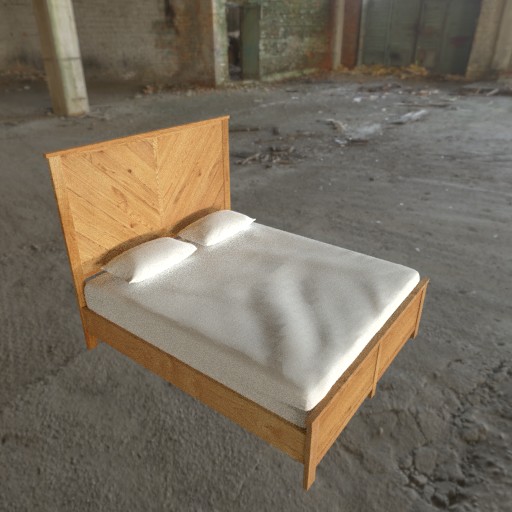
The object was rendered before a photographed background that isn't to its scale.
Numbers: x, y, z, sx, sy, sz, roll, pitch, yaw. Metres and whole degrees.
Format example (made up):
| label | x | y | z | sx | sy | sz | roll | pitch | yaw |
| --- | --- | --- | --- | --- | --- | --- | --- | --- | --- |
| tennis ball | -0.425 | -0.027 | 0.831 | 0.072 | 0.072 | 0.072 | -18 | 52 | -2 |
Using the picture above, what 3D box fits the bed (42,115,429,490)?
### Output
| label | x | y | z | sx | sy | sz | roll | pitch | yaw |
| --- | --- | --- | --- | --- | --- | --- | --- | --- | --- |
| bed | 0.000 | 0.000 | 3.511 | 2.201 | 1.686 | 1.936 | 19 | 32 | 32 |
